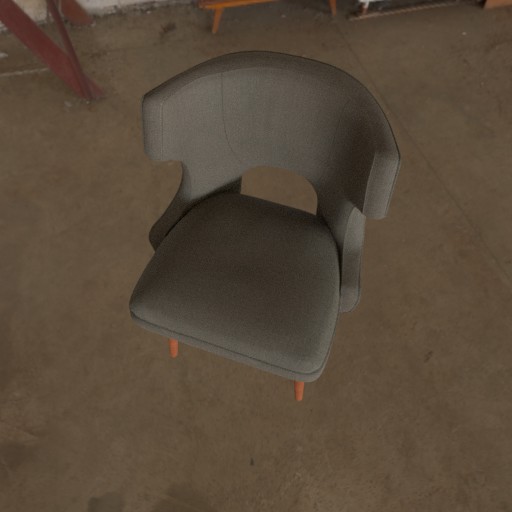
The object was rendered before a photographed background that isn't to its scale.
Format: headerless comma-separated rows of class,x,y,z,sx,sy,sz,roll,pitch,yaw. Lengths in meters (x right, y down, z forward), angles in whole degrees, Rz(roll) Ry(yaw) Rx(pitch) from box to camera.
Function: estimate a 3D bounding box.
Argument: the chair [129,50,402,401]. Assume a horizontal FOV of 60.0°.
chair,0.000,0.000,1.224,0.595,0.863,0.581,17,59,10
